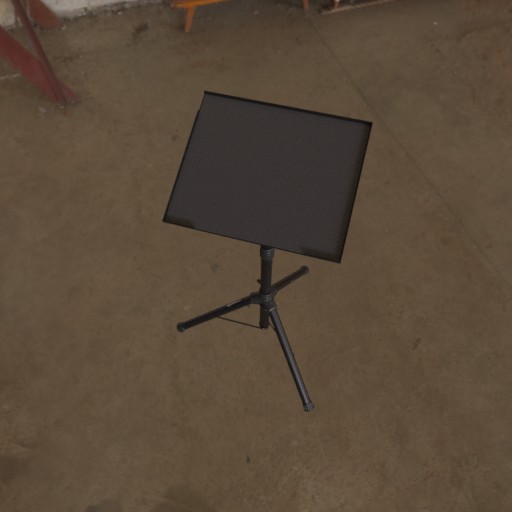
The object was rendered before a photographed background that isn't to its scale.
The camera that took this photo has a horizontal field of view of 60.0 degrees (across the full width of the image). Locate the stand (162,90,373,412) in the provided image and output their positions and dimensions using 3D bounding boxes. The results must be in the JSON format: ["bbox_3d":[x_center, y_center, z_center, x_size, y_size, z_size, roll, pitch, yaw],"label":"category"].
[{"bbox_3d":[0.000,0.000,1.627,0.702,1.198,0.702,13,59,8],"label":"stand"}]
